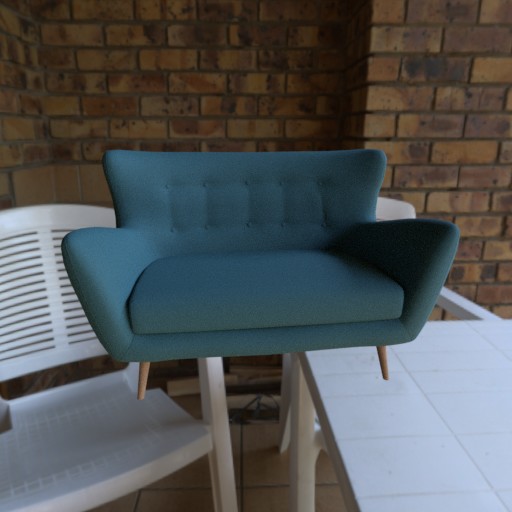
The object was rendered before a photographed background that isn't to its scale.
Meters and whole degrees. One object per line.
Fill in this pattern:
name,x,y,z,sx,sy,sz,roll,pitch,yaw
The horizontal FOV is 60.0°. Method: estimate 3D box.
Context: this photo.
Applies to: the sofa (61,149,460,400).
sofa,0.000,0.000,1.932,1.397,0.889,0.889,-2,15,-8
